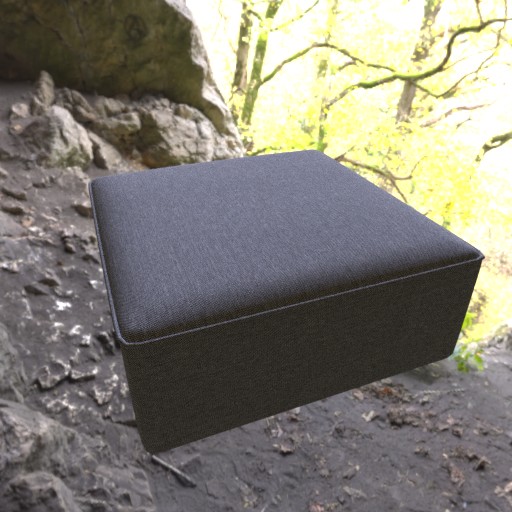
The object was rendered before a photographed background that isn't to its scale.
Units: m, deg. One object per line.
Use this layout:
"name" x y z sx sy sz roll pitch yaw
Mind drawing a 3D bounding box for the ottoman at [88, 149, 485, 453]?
"ottoman" 0.000 0.000 1.550 1.005 0.455 1.005 -12 33 -18
